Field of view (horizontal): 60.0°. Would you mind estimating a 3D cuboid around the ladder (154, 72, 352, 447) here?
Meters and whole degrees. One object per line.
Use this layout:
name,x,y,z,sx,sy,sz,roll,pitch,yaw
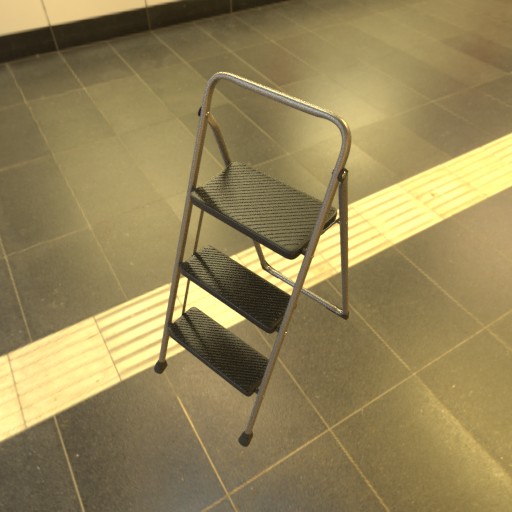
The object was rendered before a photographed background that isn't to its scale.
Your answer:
ladder,0.000,0.000,1.284,0.430,0.945,0.629,31,55,25
